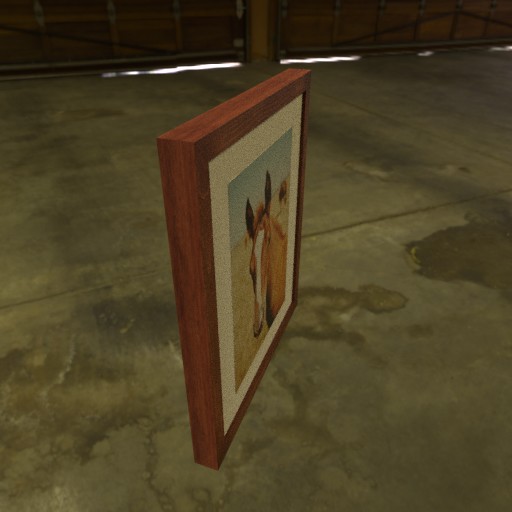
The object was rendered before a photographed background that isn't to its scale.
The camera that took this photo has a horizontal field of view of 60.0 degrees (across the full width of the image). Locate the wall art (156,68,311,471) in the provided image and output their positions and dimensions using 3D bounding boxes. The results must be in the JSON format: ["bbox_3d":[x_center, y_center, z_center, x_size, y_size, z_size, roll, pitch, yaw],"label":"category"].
[{"bbox_3d":[0.000,0.000,0.544,0.030,0.381,0.330,11,33,17],"label":"wall art"}]
